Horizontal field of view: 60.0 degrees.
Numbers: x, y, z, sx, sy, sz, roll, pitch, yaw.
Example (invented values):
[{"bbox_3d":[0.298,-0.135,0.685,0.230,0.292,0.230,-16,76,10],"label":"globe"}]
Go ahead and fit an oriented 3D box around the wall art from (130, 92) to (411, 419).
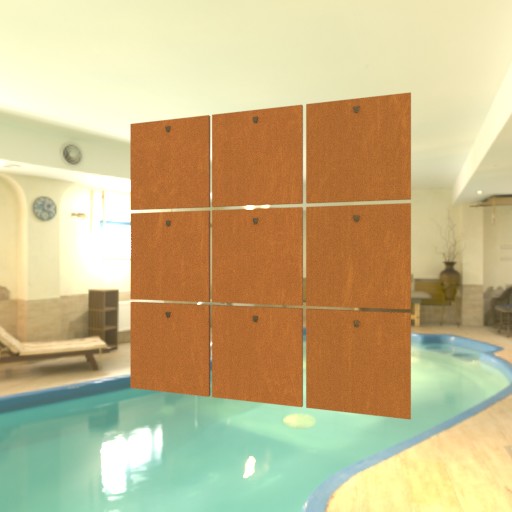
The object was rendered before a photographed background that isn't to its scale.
[{"bbox_3d":[0.000,0.000,1.386,0.915,0.913,0.018,0,0,19],"label":"wall art"}]
